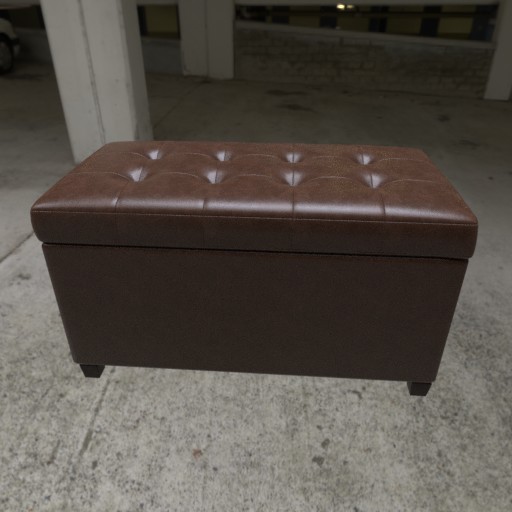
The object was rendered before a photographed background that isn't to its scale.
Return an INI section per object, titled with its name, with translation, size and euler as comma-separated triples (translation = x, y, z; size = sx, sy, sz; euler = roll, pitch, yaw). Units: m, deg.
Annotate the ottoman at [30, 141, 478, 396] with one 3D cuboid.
[ottoman]
translation = 0.000, 0.000, 1.089
size = 0.838, 0.470, 0.432
euler = 2, 31, 4
